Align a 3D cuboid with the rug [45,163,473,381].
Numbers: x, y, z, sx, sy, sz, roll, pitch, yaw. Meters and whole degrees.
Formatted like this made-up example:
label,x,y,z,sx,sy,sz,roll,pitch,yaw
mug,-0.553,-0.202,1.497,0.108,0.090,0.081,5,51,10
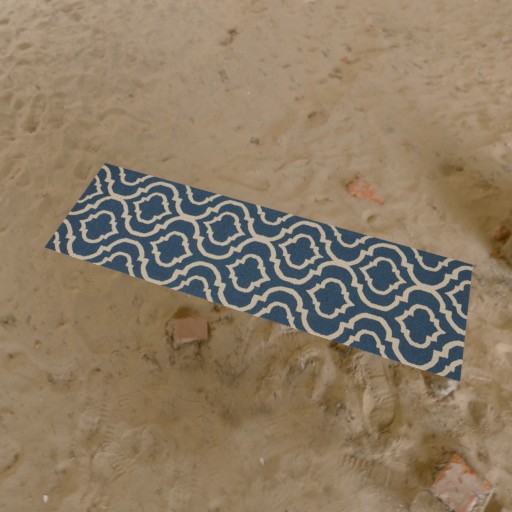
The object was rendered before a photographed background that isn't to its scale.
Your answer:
label,x,y,z,sx,sy,sz,roll,pitch,yaw
rug,0.000,0.000,2.479,2.296,0.006,0.685,17,60,10
